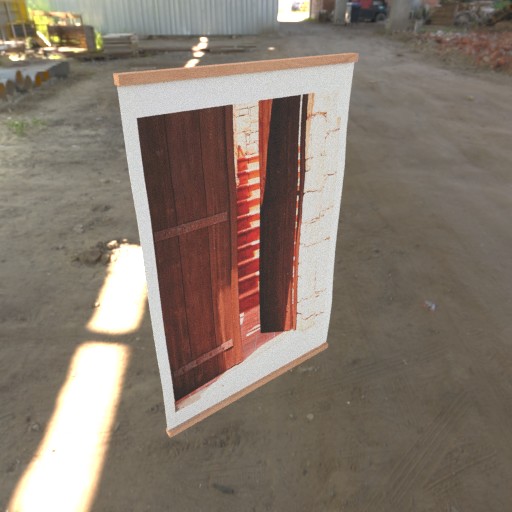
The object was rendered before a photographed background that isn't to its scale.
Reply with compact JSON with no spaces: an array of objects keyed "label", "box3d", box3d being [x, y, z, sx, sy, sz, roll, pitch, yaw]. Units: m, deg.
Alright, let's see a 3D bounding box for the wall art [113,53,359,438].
[{"label":"wall art","box3d":[0.000,0.000,0.630,0.332,0.508,0.012,-21,36,-32]}]
